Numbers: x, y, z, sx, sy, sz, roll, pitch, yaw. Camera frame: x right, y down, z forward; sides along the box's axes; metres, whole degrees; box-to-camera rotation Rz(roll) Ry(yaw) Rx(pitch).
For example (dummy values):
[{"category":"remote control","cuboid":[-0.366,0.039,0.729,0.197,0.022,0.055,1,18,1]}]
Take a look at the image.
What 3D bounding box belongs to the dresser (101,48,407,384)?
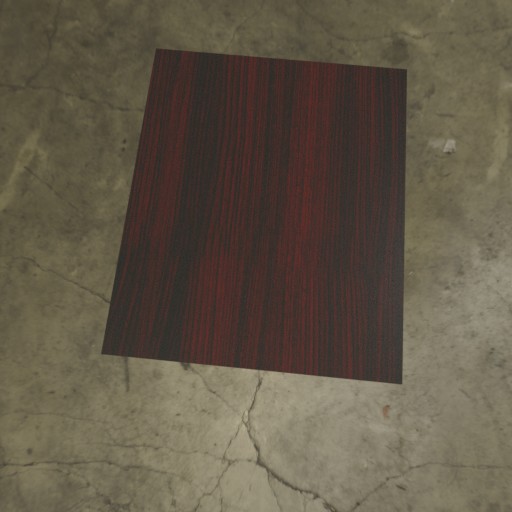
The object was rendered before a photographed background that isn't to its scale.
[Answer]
[{"category":"dresser","cuboid":[0.000,0.000,0.809,0.360,0.560,0.400,5,76,1]}]
